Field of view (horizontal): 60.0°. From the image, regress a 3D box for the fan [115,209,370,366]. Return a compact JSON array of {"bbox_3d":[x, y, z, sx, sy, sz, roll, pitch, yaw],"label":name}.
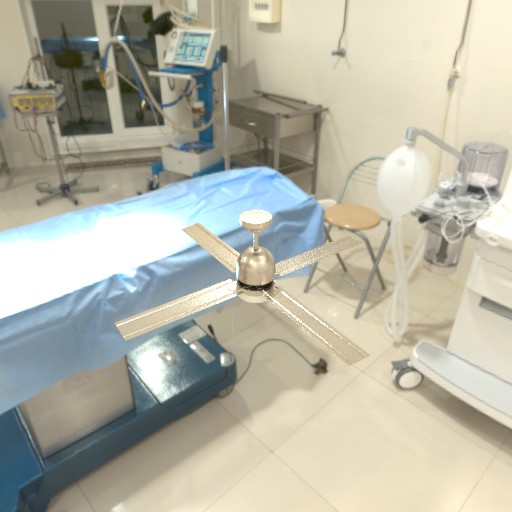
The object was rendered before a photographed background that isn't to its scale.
[{"bbox_3d":[0.000,0.000,2.055,1.346,0.406,1.346,-21,37,-31],"label":"fan"}]
